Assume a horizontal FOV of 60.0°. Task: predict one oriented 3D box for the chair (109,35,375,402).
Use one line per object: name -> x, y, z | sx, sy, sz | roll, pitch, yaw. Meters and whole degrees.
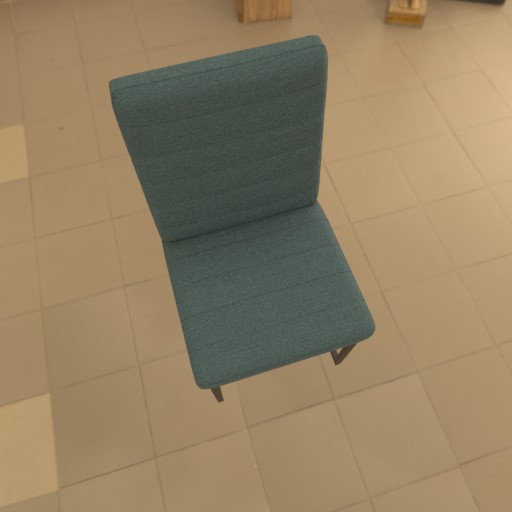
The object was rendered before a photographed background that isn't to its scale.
chair -> 0.000, 0.000, 1.298 | 0.520, 0.930, 0.634 | -16, 66, -7
